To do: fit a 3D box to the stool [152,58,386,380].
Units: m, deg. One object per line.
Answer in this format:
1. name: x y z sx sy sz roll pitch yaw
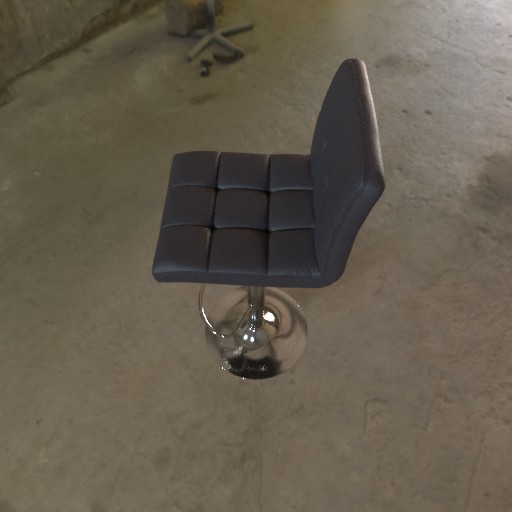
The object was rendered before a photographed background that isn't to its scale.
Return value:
1. stool: 0.000 0.000 1.377 0.505 1.115 0.430 1 57 1
